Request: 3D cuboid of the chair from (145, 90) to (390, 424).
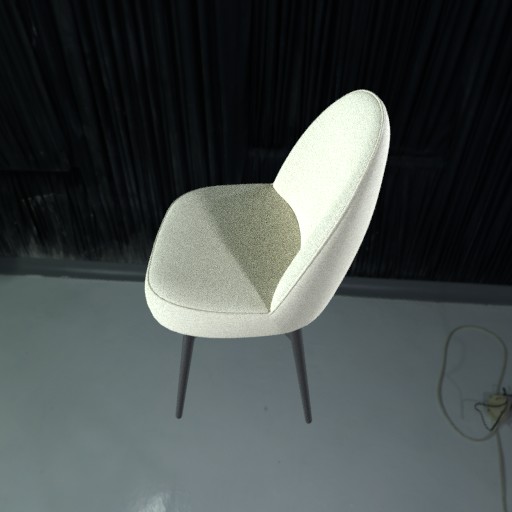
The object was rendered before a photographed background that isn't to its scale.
[{"bbox_3d":[0.000,0.000,1.171,0.540,0.838,0.532,2,41,2],"label":"chair"}]
